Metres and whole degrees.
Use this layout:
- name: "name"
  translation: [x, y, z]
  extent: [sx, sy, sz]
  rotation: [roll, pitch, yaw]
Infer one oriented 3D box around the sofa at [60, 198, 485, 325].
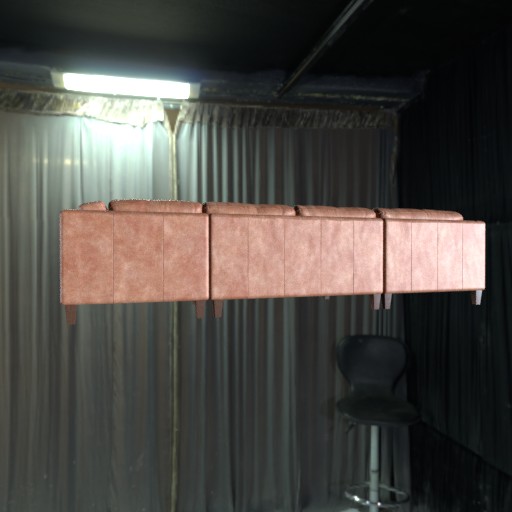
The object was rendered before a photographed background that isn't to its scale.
- name: "sofa"
  translation: [0.000, 0.000, 4.446]
  extent: [3.401, 0.832, 2.430]
  rotation: [0, 1, -19]
